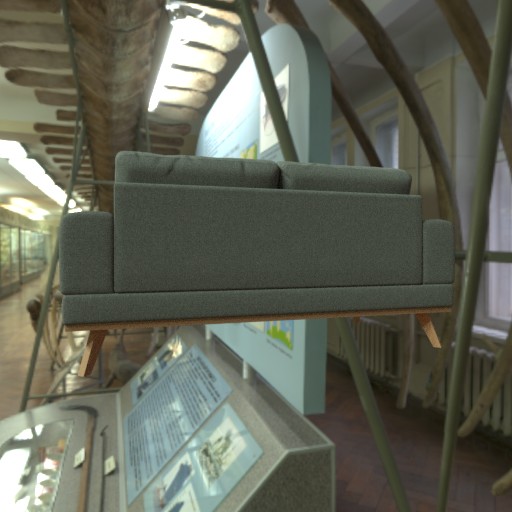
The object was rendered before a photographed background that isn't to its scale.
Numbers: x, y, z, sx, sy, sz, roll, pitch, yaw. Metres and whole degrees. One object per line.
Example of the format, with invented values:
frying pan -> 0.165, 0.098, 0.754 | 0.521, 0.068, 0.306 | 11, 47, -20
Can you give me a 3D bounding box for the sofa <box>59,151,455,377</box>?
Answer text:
sofa -> 0.000, 0.000, 2.099 | 1.650, 0.810, 0.785 | 0, 1, -18
